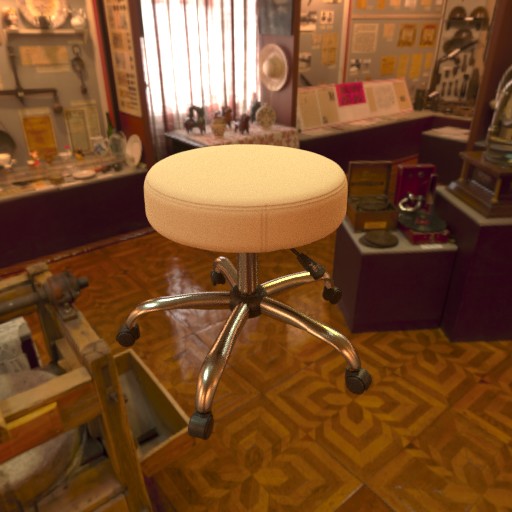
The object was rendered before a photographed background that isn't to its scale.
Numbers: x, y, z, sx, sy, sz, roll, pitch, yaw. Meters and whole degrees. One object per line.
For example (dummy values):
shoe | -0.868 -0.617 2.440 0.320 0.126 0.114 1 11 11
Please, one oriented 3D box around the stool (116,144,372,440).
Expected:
stool | 0.000 0.000 1.056 0.614 0.482 0.634 -19 33 -32
